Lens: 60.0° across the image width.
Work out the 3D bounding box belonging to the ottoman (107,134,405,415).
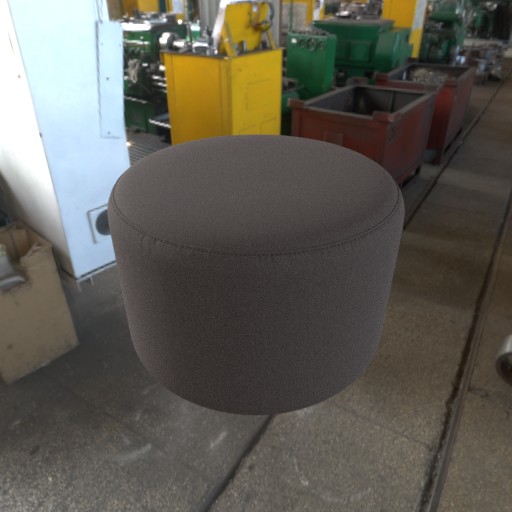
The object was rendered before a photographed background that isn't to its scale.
[{"bbox_3d":[0.000,0.000,1.020,0.608,0.433,0.608,0,32,0],"label":"ottoman"}]
